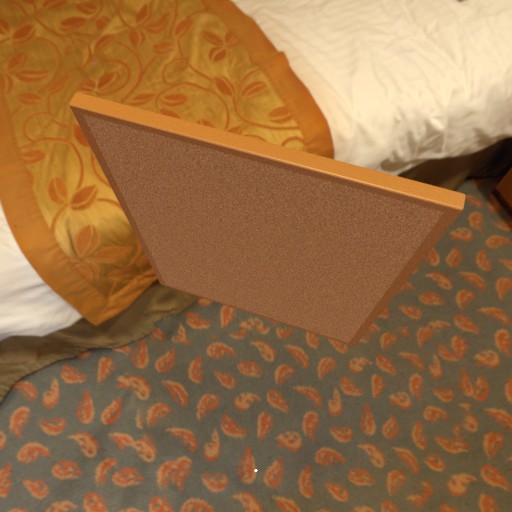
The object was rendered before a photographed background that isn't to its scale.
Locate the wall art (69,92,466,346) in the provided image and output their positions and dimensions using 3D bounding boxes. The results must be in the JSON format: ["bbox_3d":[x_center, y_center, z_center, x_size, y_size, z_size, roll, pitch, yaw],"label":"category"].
[{"bbox_3d":[0.000,0.000,0.503,0.310,0.379,0.015,17,65,8],"label":"wall art"}]
